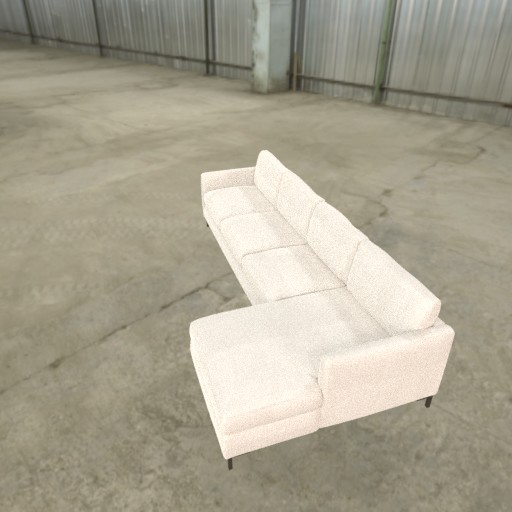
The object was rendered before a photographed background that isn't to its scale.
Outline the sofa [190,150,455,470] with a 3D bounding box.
[{"bbox_3d":[0.000,0.000,2.921,1.126,0.677,2.445,-10,32,-16],"label":"sofa"}]
